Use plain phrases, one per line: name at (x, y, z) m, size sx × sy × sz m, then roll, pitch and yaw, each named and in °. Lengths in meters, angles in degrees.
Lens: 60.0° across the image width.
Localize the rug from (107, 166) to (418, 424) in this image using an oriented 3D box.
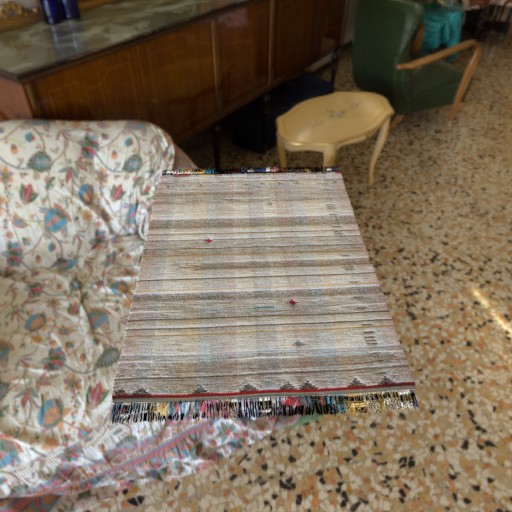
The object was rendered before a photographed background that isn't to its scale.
rug at (0.000, 0.000, 2.346) m, size 1.217 × 0.012 × 1.848 m, roll -2°, pitch 41°, yaw -2°
